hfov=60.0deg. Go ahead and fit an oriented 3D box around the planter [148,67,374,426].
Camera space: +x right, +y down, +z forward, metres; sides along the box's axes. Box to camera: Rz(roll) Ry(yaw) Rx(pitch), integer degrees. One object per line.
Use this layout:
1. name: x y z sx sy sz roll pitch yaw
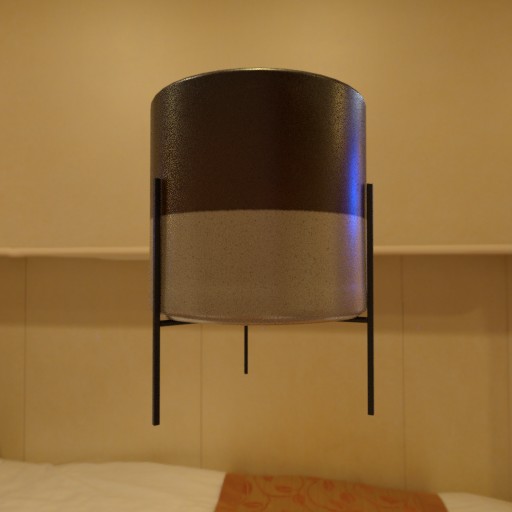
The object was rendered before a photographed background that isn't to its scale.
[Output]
1. planter: 0.000 0.000 0.715 0.354 0.465 0.345 1 -1 -38
